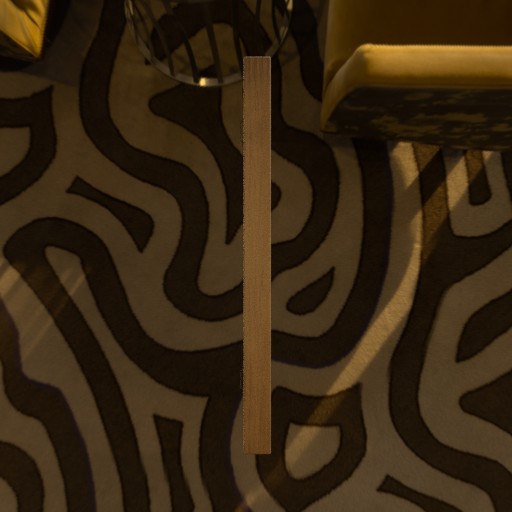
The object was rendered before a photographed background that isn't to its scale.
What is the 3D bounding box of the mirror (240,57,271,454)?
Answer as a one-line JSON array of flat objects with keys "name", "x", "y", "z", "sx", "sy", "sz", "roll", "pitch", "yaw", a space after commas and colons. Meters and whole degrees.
[{"name": "mirror", "x": 0.000, "y": 0.000, "z": 0.920, "sx": 0.039, "sy": 0.711, "sz": 0.508, "roll": 0, "pitch": 90, "yaw": 0}]
